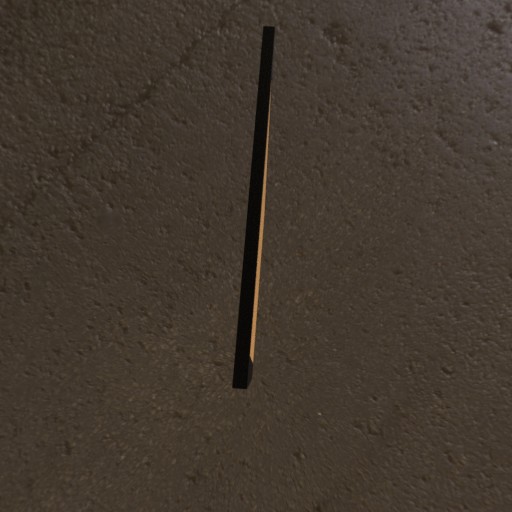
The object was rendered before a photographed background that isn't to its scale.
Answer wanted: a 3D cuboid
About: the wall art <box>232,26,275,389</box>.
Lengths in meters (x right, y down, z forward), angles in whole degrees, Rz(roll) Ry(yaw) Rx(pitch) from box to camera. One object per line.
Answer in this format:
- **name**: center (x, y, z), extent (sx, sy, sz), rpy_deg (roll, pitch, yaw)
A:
- **wall art**: center (0.000, 0.000, 0.595), extent (0.011, 0.459, 0.326), rpy_deg (4, 75, 1)
